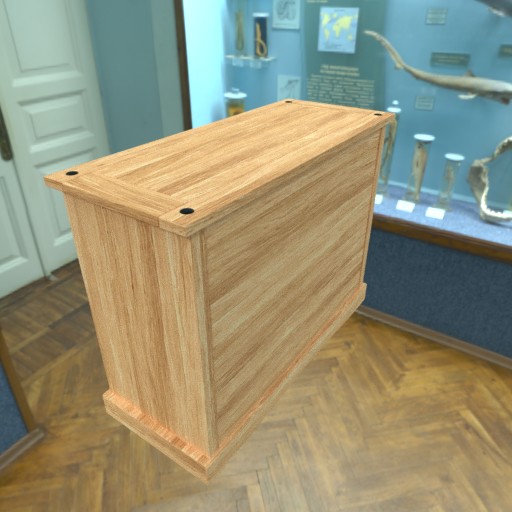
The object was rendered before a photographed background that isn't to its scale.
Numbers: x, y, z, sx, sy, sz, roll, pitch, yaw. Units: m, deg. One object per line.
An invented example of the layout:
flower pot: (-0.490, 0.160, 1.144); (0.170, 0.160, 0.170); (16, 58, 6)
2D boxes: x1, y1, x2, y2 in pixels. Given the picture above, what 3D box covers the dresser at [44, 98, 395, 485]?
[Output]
dresser: (0.000, 0.000, 1.375); (0.410, 0.740, 0.990); (20, 36, 30)
